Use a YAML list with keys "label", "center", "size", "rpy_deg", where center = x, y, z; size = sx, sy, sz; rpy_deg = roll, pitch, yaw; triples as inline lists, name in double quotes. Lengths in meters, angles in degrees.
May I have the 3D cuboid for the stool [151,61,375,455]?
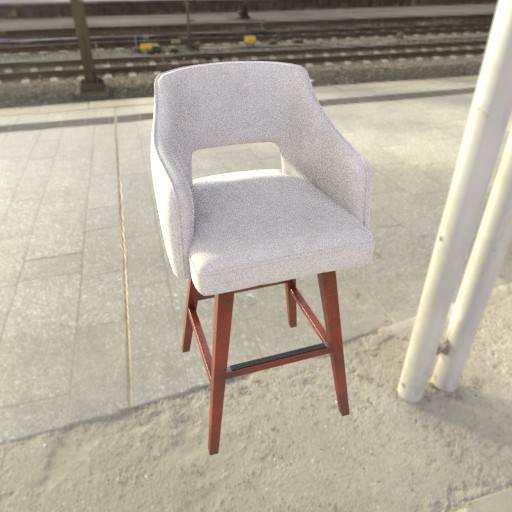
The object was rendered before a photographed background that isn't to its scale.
- label: "stool"
  center: [0.000, 0.000, 1.344]
  size: [0.548, 1.012, 0.558]
  rpy_deg: [-10, 34, -15]
